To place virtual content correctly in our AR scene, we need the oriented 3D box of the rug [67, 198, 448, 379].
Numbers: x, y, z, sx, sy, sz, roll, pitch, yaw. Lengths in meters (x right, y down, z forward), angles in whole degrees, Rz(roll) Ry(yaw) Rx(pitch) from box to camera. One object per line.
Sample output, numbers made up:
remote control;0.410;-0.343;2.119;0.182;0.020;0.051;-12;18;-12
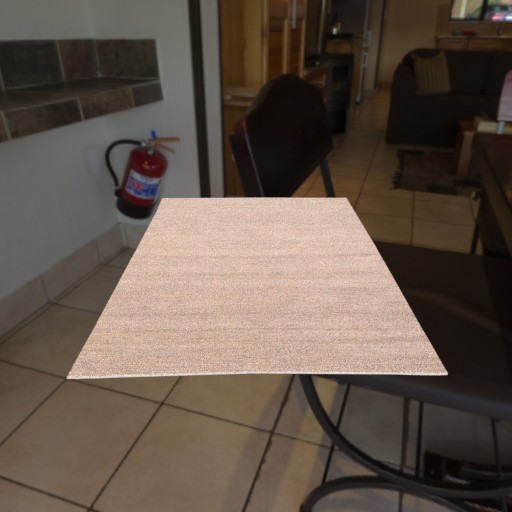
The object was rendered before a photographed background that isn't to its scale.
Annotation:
rug;0.000;0.000;2.884;1.624;0.030;2.264;0;27;0
